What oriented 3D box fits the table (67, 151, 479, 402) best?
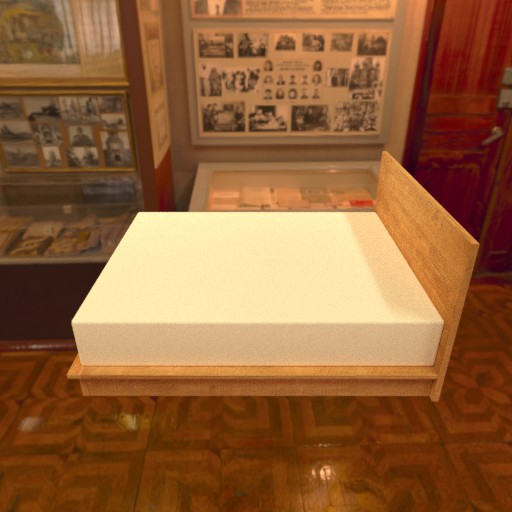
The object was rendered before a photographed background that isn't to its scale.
[{"bbox_3d":[0.000,0.000,3.122,2.149,1.041,1.707,0,28,0],"label":"table"}]
